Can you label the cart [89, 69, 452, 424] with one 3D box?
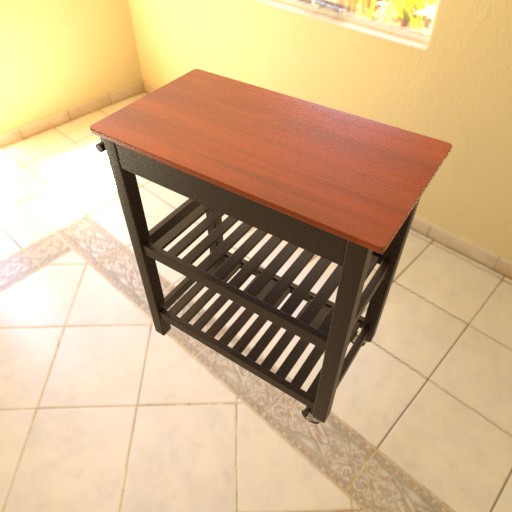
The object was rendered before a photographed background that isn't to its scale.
[{"bbox_3d":[0.000,0.000,1.493,0.899,0.927,0.457,25,51,23],"label":"cart"}]
